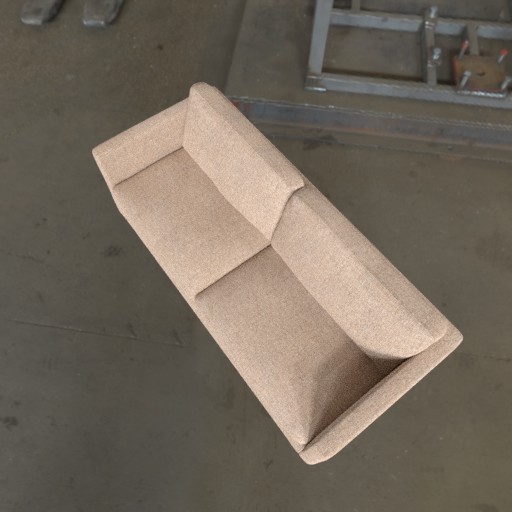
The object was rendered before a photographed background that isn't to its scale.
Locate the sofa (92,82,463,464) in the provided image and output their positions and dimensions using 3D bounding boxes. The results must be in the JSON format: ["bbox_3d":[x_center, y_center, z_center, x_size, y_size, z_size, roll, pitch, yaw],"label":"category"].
[{"bbox_3d":[0.000,0.000,2.686,0.951,0.965,2.208,-34,68,-16],"label":"sofa"}]
